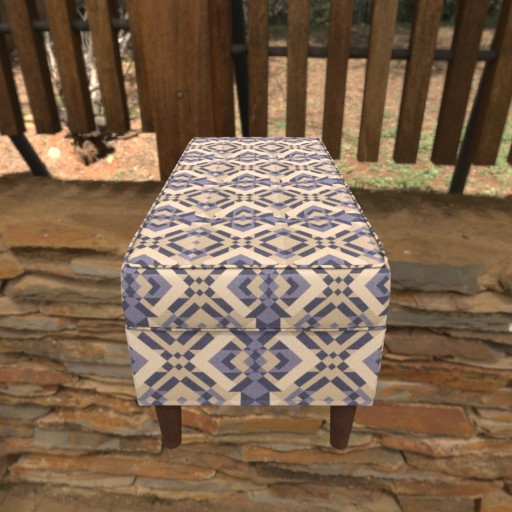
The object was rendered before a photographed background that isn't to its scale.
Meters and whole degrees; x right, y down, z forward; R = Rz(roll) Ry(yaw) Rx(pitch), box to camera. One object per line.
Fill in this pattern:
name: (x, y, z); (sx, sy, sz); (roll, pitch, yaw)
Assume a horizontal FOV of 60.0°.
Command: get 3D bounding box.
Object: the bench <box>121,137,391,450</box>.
bench: (0.000, 0.000, 1.297); (0.492, 0.477, 1.016); (0, 27, 0)
